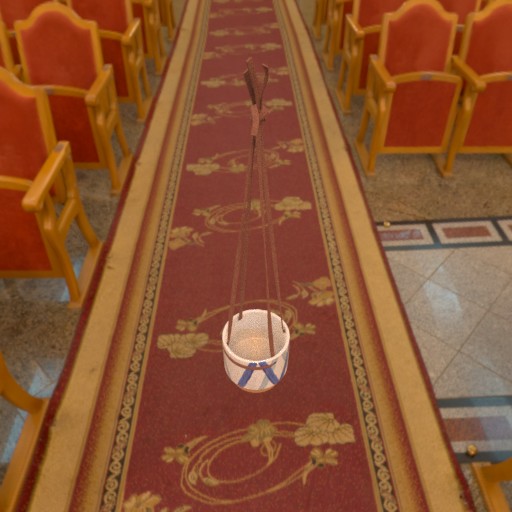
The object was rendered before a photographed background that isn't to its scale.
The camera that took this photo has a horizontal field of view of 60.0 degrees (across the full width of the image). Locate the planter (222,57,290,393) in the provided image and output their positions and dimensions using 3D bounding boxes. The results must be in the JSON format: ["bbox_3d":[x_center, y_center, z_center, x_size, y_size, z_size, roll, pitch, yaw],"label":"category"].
[{"bbox_3d":[0.000,0.000,0.838,0.153,0.753,0.157,-1,42,-1],"label":"planter"}]
